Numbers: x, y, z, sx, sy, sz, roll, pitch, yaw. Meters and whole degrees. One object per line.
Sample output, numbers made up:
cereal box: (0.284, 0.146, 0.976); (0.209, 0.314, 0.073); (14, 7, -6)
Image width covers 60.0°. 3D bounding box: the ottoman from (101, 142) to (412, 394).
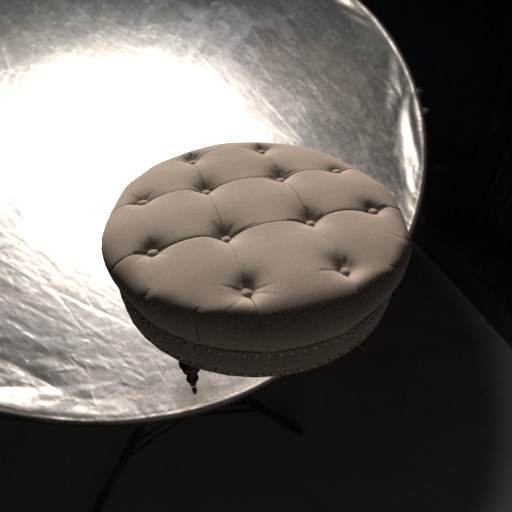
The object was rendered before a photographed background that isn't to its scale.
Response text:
ottoman: (0.000, 0.000, 1.406); (0.901, 0.439, 0.901); (0, 40, 0)
